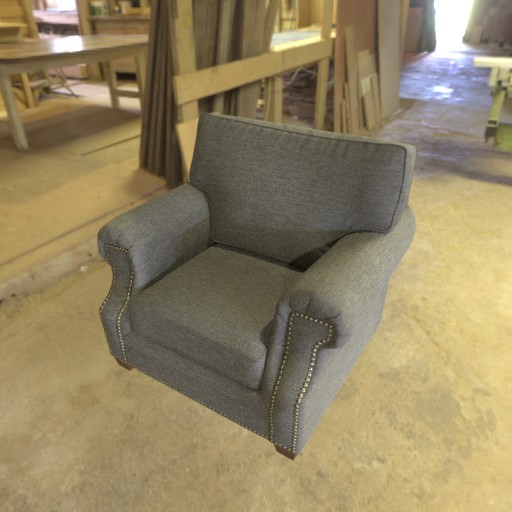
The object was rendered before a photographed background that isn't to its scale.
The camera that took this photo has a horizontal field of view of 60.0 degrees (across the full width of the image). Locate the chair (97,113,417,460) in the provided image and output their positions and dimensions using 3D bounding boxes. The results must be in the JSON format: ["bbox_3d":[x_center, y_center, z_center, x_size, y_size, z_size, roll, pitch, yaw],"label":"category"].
[{"bbox_3d":[0.000,0.000,1.843,1.092,0.961,0.965,18,35,27],"label":"chair"}]
